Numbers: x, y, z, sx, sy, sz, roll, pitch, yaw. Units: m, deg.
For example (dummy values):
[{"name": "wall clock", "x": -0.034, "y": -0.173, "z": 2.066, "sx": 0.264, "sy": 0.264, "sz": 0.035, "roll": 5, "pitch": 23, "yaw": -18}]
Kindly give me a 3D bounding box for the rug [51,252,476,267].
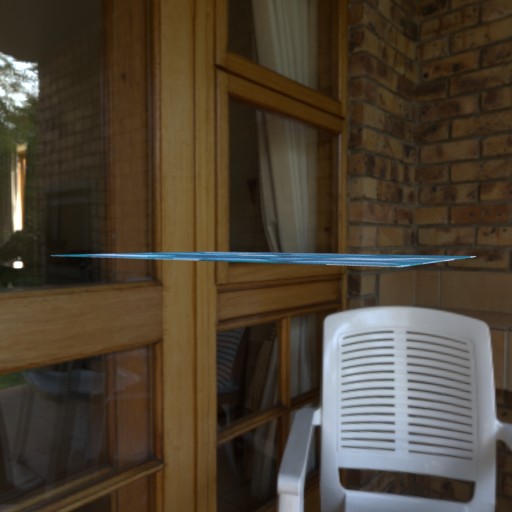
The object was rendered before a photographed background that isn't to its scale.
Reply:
[{"name": "rug", "x": 0.000, "y": 0.000, "z": 2.968, "sx": 2.420, "sy": 0.005, "sz": 1.528, "roll": 1, "pitch": 2, "yaw": 36}]
